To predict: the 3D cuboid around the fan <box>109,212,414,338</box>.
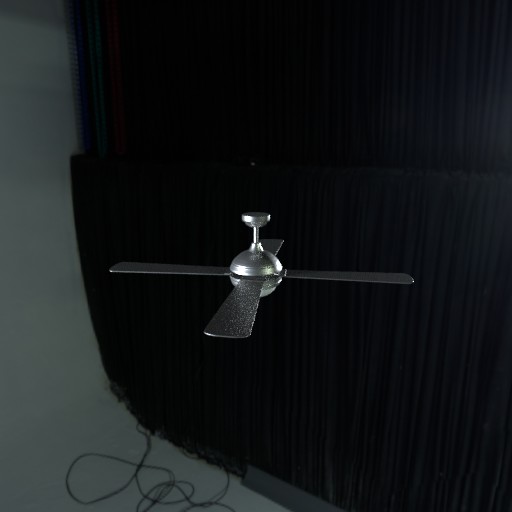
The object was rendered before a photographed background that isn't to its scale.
[{"bbox_3d":[0.000,0.000,2.017,1.321,0.381,1.321,8,17,28],"label":"fan"}]
